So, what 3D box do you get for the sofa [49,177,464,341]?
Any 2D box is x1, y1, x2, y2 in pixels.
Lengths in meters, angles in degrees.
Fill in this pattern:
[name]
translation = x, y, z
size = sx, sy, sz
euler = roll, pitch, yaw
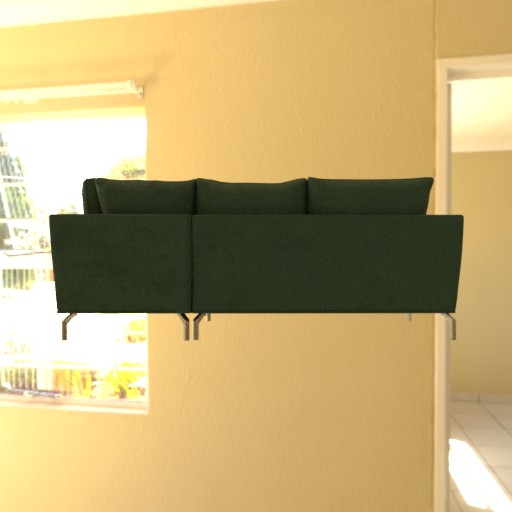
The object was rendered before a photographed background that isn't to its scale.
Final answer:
[sofa]
translation = 0.000, 0.000, 3.830
size = 2.468, 1.004, 2.452
euler = 0, 0, 0
